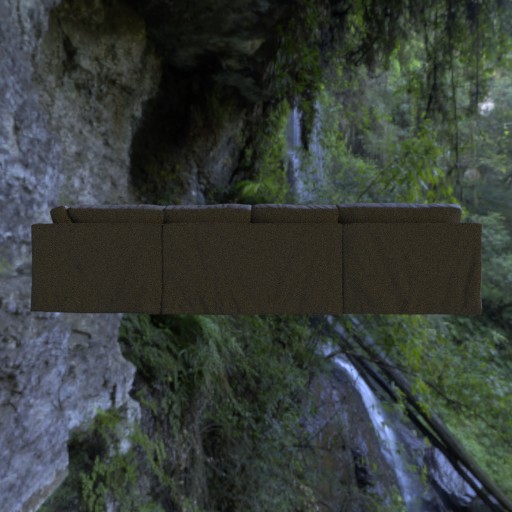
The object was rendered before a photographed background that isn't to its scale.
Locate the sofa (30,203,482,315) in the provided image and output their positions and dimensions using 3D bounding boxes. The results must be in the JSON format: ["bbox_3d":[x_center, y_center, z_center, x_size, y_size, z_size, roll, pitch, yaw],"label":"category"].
[{"bbox_3d":[0.000,0.000,4.590,3.528,0.878,2.476,0,1,1],"label":"sofa"}]
